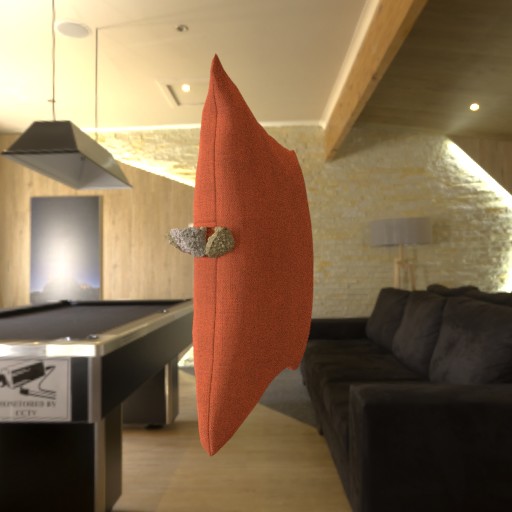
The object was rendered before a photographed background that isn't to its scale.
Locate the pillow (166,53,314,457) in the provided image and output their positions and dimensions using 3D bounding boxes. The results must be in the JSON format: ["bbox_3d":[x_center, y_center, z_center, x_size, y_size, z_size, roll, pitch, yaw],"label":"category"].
[{"bbox_3d":[0.000,0.000,0.752,0.165,0.482,0.490,-1,-2,17],"label":"pillow"}]
